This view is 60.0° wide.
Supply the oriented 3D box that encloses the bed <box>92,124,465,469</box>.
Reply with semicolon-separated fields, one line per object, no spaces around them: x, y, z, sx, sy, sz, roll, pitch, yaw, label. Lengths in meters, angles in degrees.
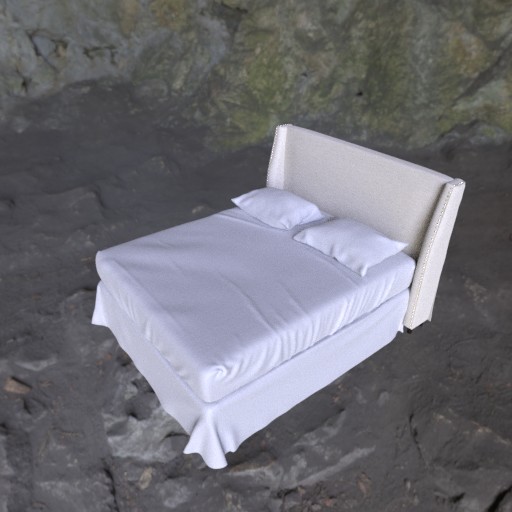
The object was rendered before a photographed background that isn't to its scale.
0.000;0.000;3.480;2.276;1.332;1.925;-22;38;-31;bed
